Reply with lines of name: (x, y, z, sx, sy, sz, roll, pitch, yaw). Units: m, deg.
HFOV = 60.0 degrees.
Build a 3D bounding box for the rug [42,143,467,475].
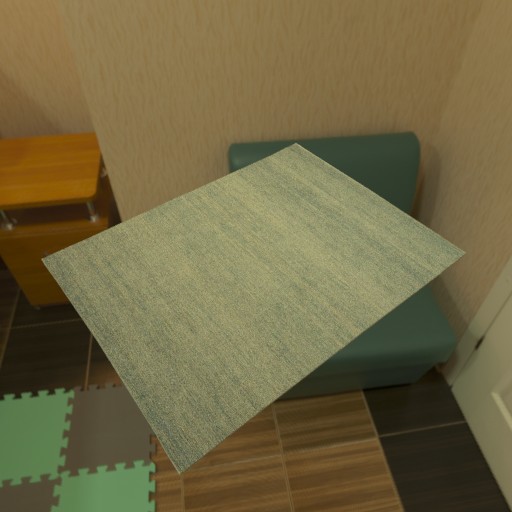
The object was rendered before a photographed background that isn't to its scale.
rug: (0.000, 0.000, 4.217, 3.237, 0.046, 2.461, -30, 53, -25)
